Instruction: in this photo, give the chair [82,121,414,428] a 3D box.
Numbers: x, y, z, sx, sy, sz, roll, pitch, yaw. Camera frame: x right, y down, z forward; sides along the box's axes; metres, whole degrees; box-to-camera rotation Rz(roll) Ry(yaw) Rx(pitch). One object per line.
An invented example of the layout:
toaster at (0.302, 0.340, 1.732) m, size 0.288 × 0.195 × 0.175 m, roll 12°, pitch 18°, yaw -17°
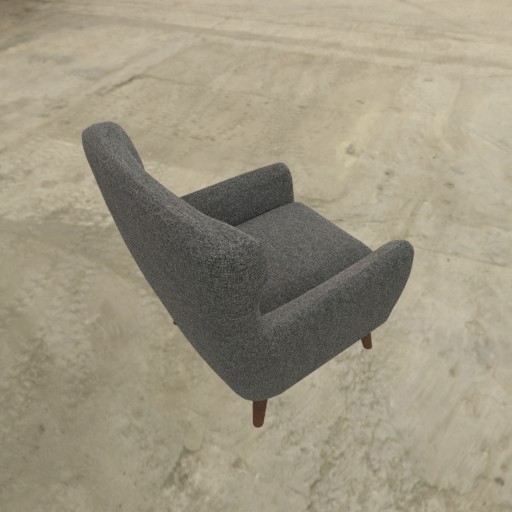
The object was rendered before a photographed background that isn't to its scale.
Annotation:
chair at (0.000, 0.000, 1.763) m, size 0.940 × 1.039 × 0.889 m, roll -26°, pitch 47°, yaw -27°
